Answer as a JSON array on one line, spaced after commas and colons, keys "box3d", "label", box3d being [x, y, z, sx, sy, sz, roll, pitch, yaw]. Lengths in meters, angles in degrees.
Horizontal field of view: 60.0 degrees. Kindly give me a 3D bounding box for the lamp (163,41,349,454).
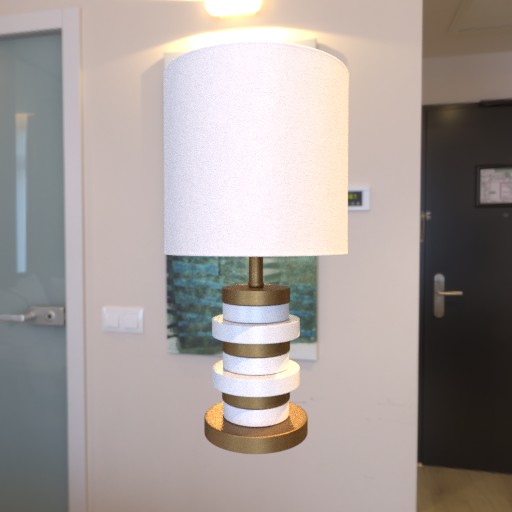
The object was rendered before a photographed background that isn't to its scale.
[{"box3d": [0.000, 0.000, 0.517, 0.210, 0.410, 0.210, -1, 2, -18], "label": "lamp"}]
